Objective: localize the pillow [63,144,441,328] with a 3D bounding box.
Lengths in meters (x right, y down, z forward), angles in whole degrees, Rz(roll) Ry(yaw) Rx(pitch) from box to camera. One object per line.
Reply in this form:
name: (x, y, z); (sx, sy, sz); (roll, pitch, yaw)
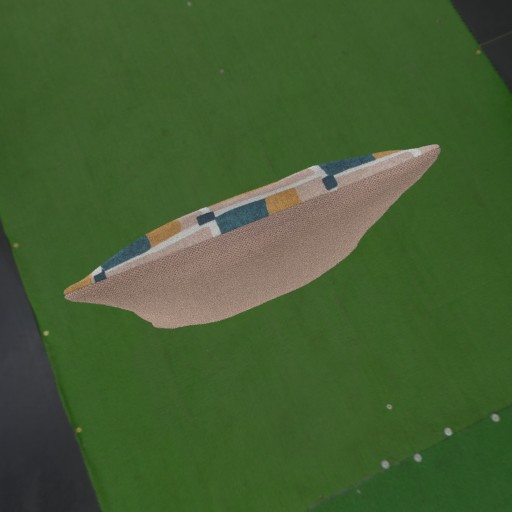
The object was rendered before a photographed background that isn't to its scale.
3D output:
pillow: (0.000, 0.000, 0.748); (0.478, 0.479, 0.158); (-22, 78, -5)
